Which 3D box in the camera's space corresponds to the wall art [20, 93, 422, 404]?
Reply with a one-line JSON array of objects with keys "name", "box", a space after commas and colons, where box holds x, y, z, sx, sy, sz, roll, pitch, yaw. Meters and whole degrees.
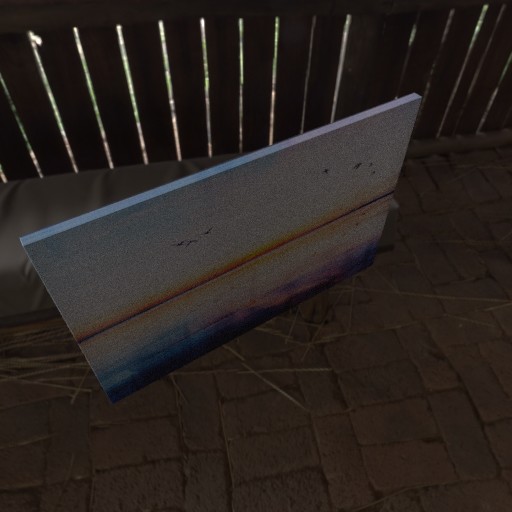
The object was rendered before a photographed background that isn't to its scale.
[{"name": "wall art", "box": [0.000, 0.000, 1.391, 1.137, 0.756, 0.034, -25, 53, -21]}]
